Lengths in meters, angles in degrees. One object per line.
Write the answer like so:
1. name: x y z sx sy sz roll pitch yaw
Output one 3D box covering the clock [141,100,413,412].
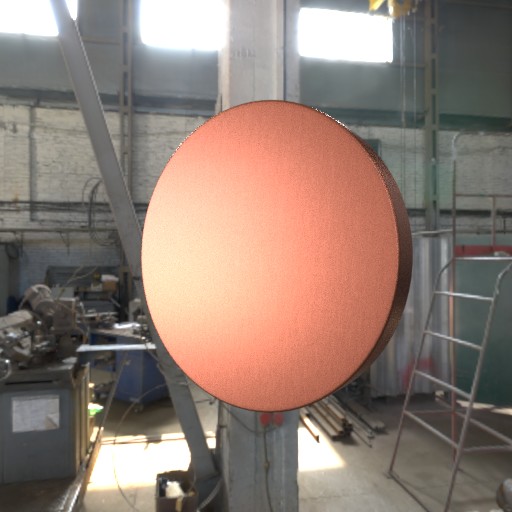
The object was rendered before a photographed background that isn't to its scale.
1. clock: 0.000 0.000 0.468 0.313 0.313 0.040 0 -1 34
